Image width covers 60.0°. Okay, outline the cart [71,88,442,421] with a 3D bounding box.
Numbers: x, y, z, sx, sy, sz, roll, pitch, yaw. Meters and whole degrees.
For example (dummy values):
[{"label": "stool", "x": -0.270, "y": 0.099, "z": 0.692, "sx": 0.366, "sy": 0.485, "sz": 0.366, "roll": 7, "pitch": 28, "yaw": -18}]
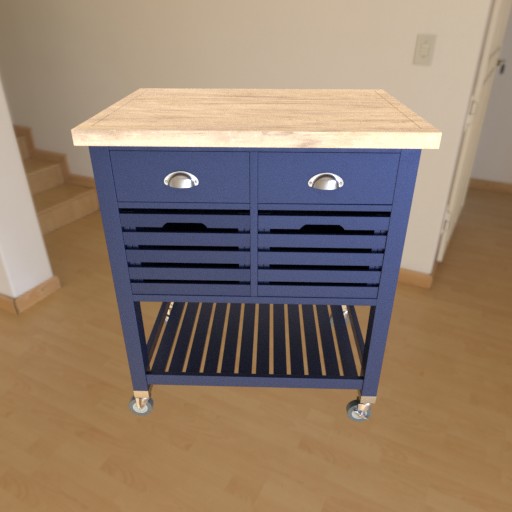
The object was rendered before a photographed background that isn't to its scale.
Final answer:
[{"label": "cart", "x": 0.000, "y": 0.000, "z": 1.408, "sx": 0.797, "sy": 0.920, "sz": 0.567, "roll": 1, "pitch": 29, "yaw": 2}]
